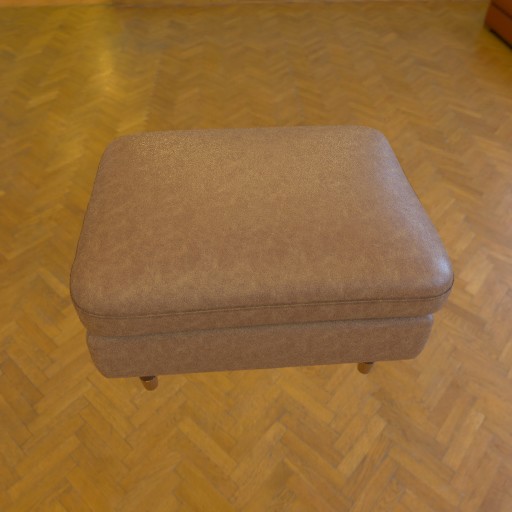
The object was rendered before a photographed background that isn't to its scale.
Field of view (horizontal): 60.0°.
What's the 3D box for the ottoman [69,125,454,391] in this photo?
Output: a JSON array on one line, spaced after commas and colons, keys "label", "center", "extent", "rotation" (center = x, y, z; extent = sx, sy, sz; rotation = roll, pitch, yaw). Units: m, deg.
[{"label": "ottoman", "center": [0.000, 0.000, 1.111], "extent": [0.747, 0.478, 0.593], "rotation": [-3, 46, -3]}]
